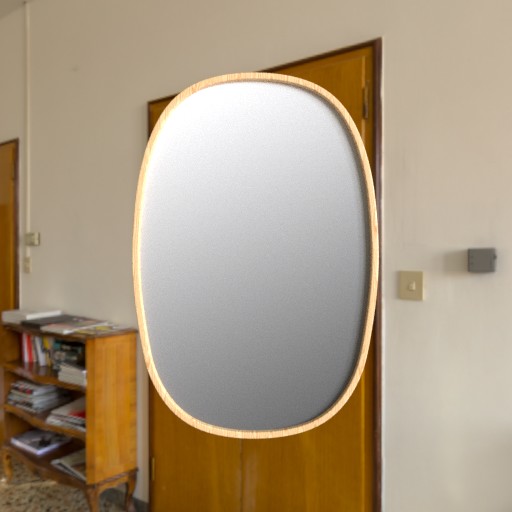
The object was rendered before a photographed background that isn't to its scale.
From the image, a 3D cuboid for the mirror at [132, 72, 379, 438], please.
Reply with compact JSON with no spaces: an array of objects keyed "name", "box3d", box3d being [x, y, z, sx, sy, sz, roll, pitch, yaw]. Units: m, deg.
[{"name":"mirror","box3d":[0.000,0.000,1.318,0.724,1.075,0.037,0,0,-1]}]
